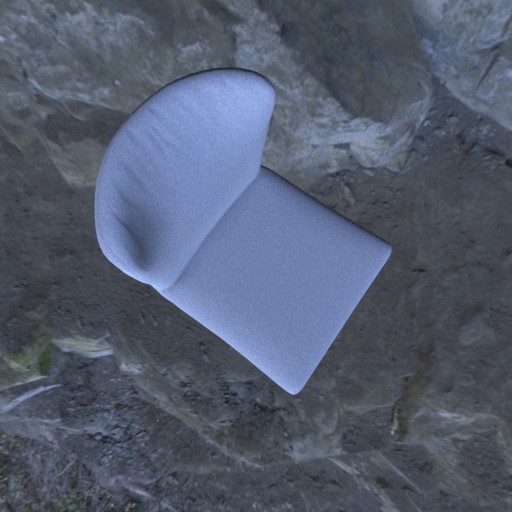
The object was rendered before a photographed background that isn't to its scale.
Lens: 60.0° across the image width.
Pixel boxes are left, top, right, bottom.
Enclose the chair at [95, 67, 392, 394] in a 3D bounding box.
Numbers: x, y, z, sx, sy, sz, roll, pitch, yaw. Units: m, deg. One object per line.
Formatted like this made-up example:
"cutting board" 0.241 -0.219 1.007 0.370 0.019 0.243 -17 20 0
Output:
"chair" 0.000 0.000 1.196 0.592 0.839 0.491 34 77 9
